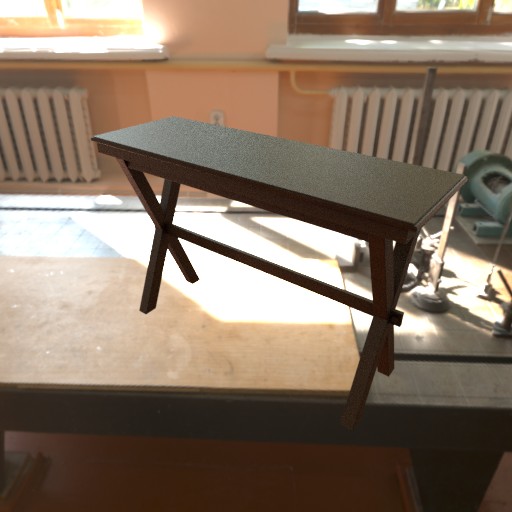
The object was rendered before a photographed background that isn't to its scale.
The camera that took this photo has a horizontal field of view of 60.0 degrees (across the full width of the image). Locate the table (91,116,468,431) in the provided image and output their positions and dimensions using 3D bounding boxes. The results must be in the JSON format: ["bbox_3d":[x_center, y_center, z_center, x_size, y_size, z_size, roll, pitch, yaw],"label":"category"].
[{"bbox_3d":[0.000,0.000,1.613,1.197,0.763,0.399,21,36,32],"label":"table"}]
